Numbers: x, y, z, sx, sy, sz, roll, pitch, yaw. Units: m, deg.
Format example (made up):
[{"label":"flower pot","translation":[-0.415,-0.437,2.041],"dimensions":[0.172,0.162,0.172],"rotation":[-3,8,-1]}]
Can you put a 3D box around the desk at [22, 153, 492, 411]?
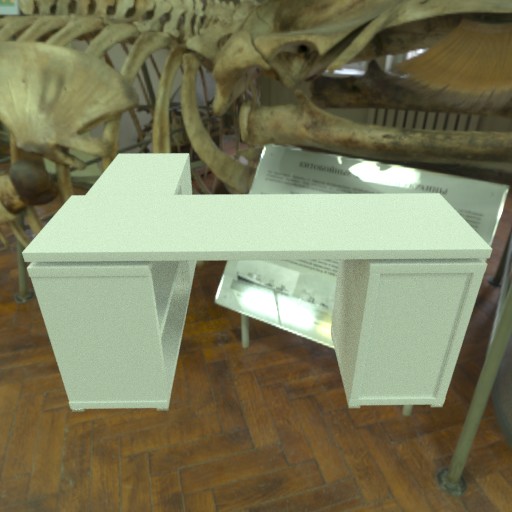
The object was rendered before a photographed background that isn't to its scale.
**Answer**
[{"label":"desk","translation":[0.000,0.000,2.141],"dimensions":[1.524,0.753,1.200],"rotation":[0,31,-1]}]
